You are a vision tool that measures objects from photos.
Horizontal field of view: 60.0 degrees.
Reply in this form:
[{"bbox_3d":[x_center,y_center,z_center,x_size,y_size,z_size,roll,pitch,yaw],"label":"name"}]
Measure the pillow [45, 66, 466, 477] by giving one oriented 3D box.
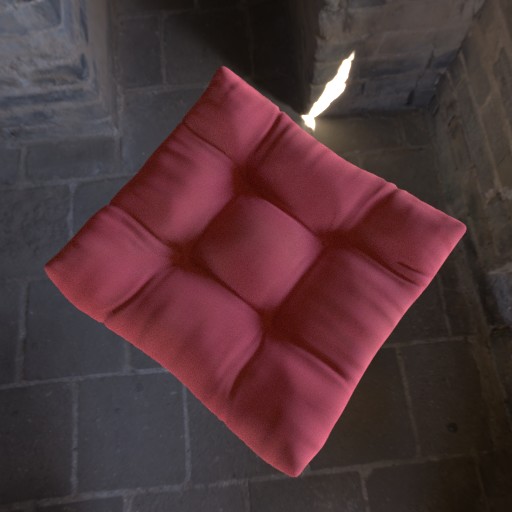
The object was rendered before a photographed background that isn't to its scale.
[{"bbox_3d":[0.000,0.000,0.711,0.490,0.128,0.468,36,78,9],"label":"pillow"}]
